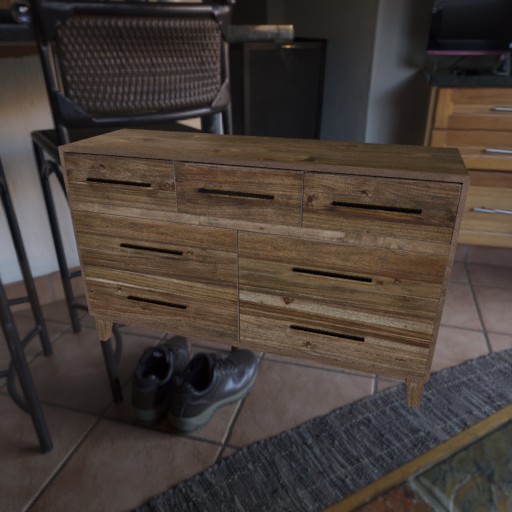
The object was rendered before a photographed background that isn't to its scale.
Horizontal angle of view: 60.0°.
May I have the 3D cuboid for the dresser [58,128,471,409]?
[{"bbox_3d":[0.000,0.000,1.800,1.400,0.873,0.446,8,26,16],"label":"dresser"}]
